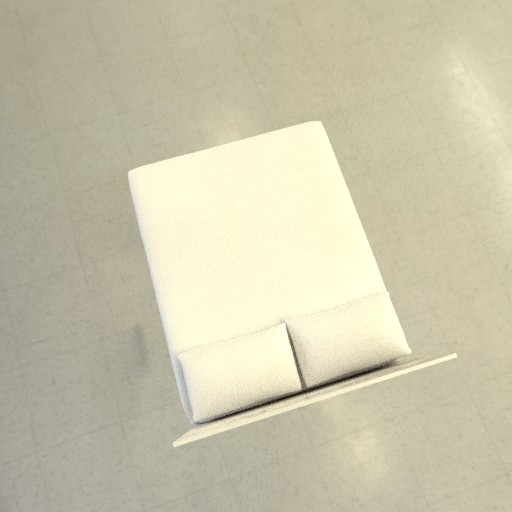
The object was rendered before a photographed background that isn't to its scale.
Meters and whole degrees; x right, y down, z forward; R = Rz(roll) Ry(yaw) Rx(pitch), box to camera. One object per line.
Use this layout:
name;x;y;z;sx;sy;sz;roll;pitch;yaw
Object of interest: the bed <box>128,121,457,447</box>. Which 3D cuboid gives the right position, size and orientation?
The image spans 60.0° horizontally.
bed;0.000;0.000;3.279;1.745;1.335;2.094;-16;75;-4
